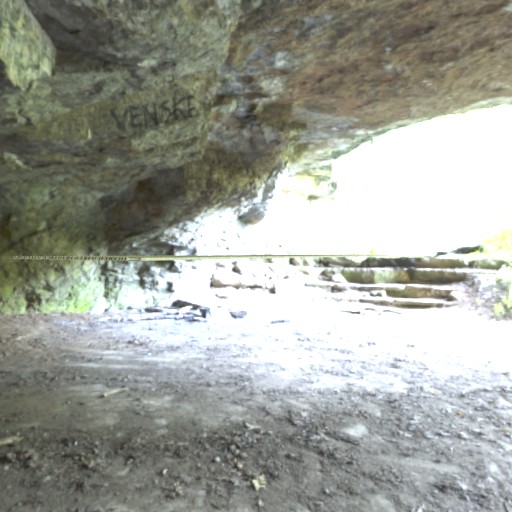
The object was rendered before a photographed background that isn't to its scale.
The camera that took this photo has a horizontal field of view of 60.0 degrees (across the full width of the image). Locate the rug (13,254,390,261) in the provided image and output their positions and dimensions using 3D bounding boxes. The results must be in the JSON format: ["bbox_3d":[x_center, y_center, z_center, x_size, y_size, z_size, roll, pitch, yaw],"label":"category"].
[{"bbox_3d":[0.000,0.000,2.740,0.795,0.015,2.544,0,1,36],"label":"rug"}]
